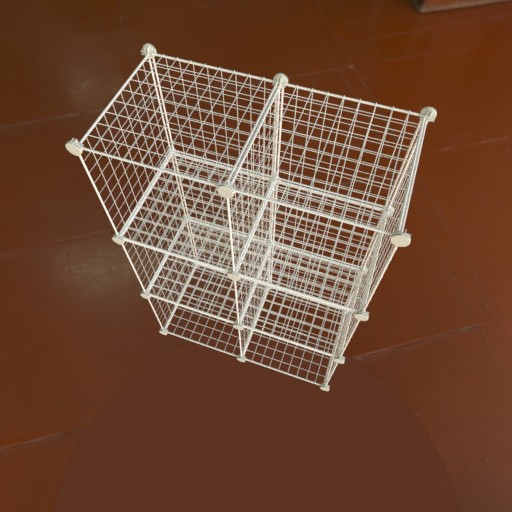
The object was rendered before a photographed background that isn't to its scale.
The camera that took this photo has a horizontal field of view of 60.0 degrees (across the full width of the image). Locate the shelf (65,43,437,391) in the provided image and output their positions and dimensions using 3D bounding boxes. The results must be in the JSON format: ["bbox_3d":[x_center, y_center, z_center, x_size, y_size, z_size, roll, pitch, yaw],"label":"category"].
[{"bbox_3d":[0.000,0.000,1.388,0.711,1.067,0.356,17,60,10],"label":"shelf"}]
